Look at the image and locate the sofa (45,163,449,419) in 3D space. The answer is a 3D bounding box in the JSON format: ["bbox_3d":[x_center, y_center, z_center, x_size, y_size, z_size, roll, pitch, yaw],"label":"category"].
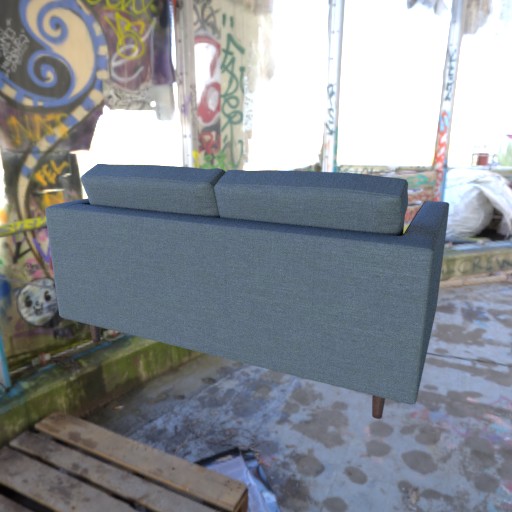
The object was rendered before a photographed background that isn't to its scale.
[{"bbox_3d":[0.000,0.000,2.175,1.659,0.907,0.999,8,18,24],"label":"sofa"}]
